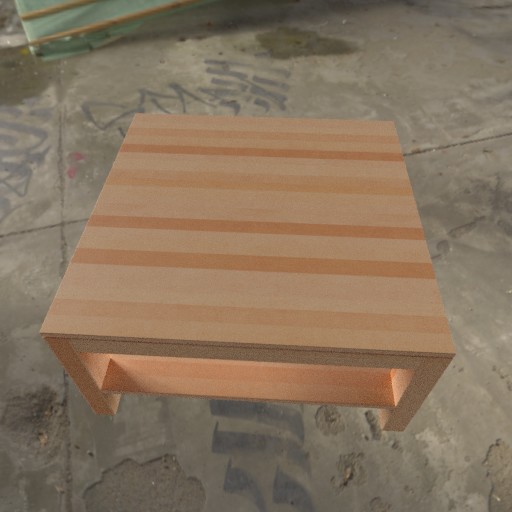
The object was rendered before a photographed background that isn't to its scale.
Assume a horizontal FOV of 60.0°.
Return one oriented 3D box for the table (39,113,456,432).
[{"bbox_3d":[0.000,0.000,1.419,0.900,0.450,0.900,2,49,2],"label":"table"}]
